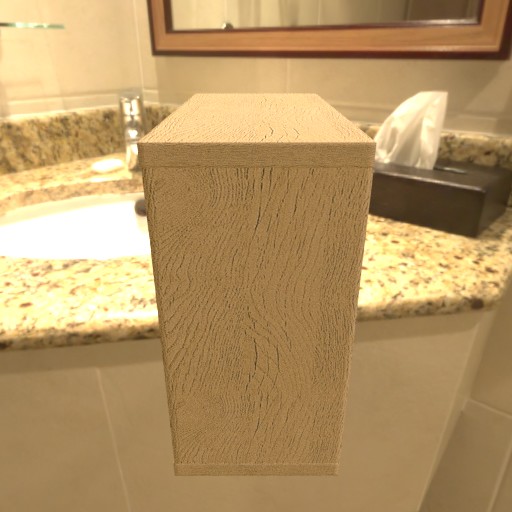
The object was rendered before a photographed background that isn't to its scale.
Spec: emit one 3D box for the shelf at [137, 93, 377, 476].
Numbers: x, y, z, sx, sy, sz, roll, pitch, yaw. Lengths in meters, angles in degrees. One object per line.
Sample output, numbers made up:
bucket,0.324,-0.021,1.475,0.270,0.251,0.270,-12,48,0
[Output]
shelf,0.000,0.000,1.246,0.390,0.786,0.790,0,26,0
